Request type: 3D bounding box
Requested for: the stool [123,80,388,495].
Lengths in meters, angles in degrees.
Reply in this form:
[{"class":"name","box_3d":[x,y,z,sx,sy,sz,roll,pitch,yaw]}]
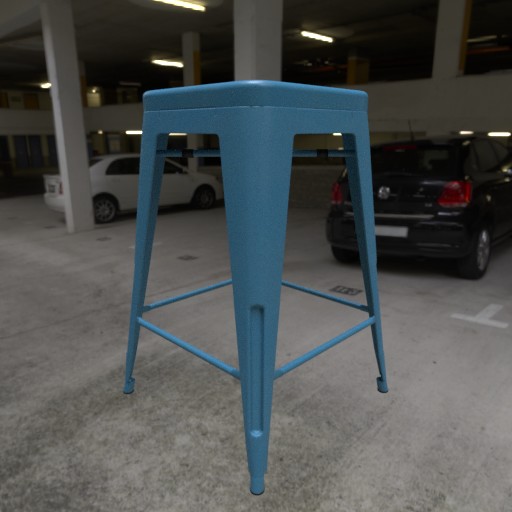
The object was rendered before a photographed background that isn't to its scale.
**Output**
[{"class":"stool","box_3d":[0.000,0.000,0.872,0.410,0.608,0.410,15,22,42]}]
